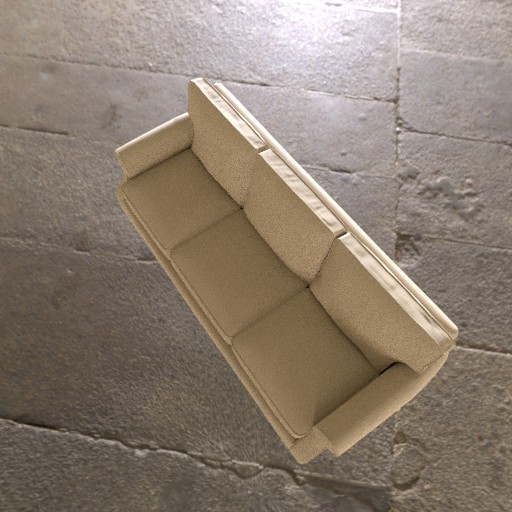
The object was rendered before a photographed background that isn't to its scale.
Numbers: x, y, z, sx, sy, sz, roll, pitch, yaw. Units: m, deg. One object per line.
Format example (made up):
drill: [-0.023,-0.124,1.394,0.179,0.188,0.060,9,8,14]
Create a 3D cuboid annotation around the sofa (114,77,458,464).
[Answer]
sofa: [0.000,0.000,2.760,0.966,0.948,2.354,-32,67,-16]
